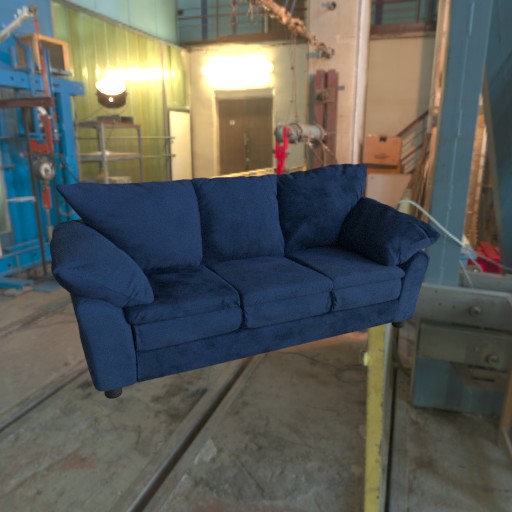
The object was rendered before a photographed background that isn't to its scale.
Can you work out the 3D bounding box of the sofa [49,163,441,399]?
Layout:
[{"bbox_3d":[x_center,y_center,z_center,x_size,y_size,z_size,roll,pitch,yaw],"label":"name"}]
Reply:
[{"bbox_3d":[0.000,0.000,2.838,2.390,1.091,0.907,-7,17,-26],"label":"sofa"}]
